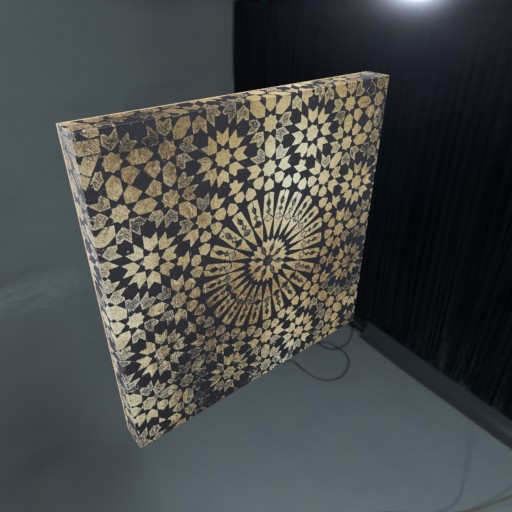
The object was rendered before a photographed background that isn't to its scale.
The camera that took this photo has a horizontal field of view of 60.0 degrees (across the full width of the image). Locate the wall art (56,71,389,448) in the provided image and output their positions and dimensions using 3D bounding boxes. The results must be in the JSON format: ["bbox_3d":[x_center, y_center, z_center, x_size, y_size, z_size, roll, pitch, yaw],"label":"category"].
[{"bbox_3d":[0.000,0.000,0.578,0.405,0.405,0.038,-23,38,-32],"label":"wall art"}]
